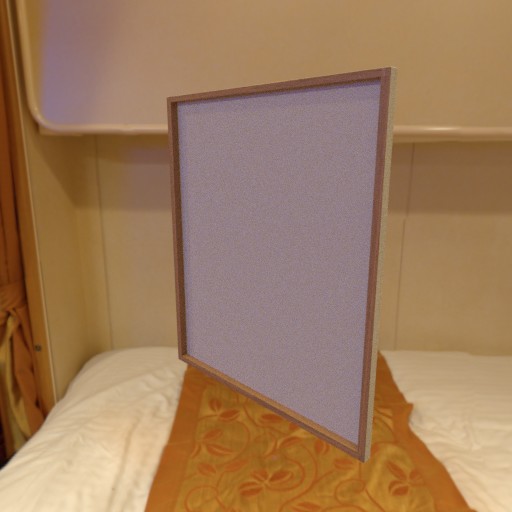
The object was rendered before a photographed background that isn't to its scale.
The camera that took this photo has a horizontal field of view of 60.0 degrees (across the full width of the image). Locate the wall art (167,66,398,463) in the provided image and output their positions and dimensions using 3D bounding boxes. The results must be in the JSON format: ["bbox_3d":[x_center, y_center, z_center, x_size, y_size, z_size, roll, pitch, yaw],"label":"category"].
[{"bbox_3d":[0.000,0.000,0.983,0.021,0.710,0.609,-13,19,-43],"label":"wall art"}]
